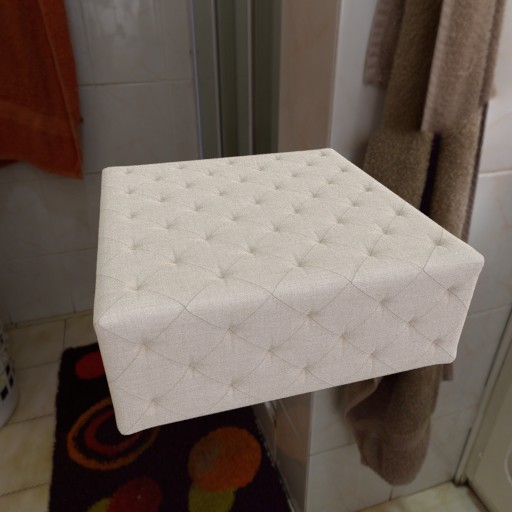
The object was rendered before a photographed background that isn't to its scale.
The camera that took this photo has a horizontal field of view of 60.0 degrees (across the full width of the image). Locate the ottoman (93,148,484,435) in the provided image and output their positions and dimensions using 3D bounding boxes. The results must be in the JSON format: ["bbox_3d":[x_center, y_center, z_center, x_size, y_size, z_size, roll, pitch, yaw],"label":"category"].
[{"bbox_3d":[0.000,0.000,1.602,1.028,0.439,1.028,-8,32,-13],"label":"ottoman"}]
